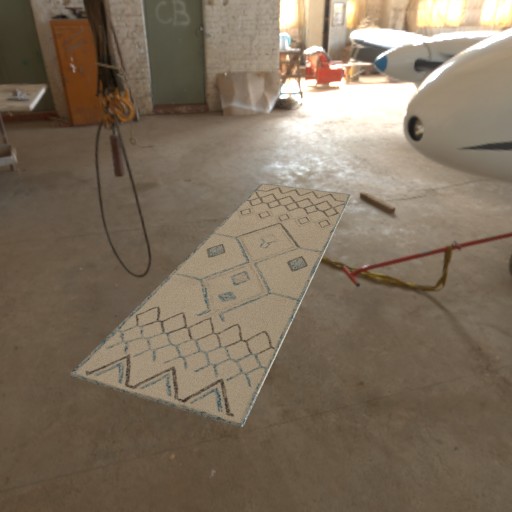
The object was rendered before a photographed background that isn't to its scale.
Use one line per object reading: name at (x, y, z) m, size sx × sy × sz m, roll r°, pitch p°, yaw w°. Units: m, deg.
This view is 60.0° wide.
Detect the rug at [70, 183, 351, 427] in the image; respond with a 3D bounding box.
rug at (0.000, 0.000, 2.724) m, size 0.770 × 0.013 × 2.434 m, roll 10°, pitch 31°, yaw 17°
